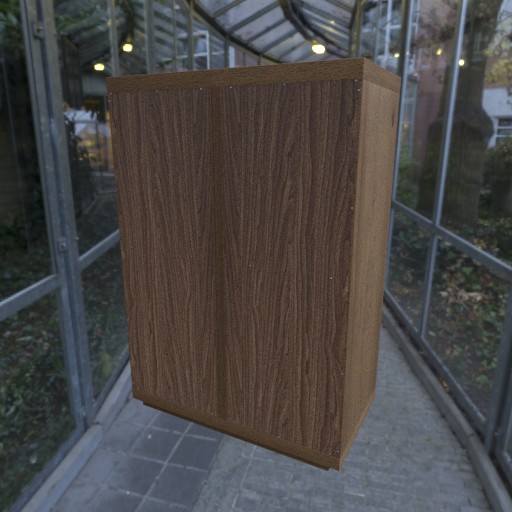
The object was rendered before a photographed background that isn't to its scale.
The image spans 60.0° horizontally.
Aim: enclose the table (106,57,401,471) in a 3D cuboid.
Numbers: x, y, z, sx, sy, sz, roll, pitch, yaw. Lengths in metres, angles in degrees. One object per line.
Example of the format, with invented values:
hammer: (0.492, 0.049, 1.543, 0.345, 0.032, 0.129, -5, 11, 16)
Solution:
table: (0.000, 0.000, 1.726, 0.901, 1.294, 0.524, 8, 17, 27)
